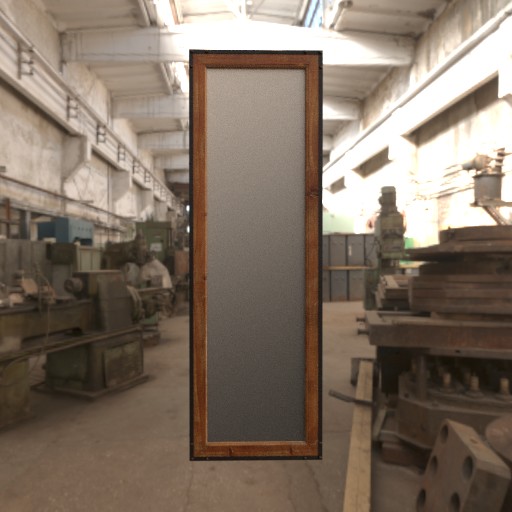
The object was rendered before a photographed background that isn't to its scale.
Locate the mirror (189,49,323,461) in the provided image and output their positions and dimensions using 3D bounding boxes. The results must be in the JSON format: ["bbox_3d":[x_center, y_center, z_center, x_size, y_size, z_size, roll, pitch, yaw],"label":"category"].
[{"bbox_3d":[0.000,0.000,1.176,0.354,1.080,0.042,0,1,-1],"label":"mirror"}]
